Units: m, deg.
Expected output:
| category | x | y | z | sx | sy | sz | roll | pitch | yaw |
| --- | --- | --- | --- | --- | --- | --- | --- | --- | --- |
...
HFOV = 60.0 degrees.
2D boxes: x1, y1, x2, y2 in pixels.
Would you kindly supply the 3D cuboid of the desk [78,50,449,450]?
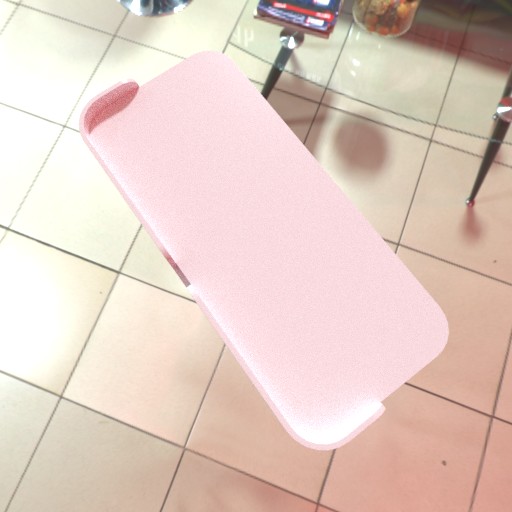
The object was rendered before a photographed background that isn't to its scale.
| category | x | y | z | sx | sy | sz | roll | pitch | yaw |
| --- | --- | --- | --- | --- | --- | --- | --- | --- | --- |
| desk | 0.000 | 0.000 | 1.624 | 0.534 | 0.807 | 1.206 | -35 | 78 | -9 |
